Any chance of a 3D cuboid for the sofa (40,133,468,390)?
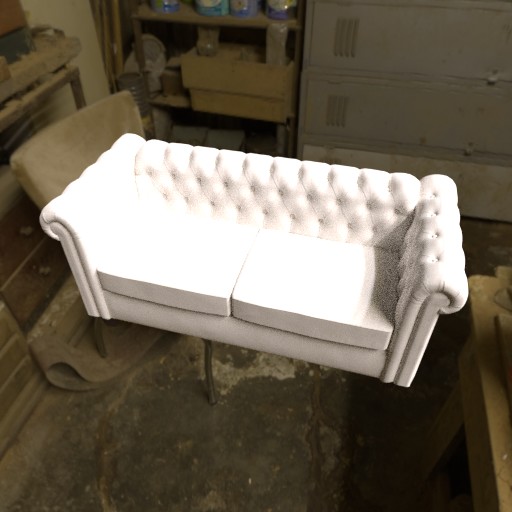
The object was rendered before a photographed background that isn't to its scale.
[{"bbox_3d":[0.000,0.000,2.250,1.798,0.796,0.771,10,43,11],"label":"sofa"}]
